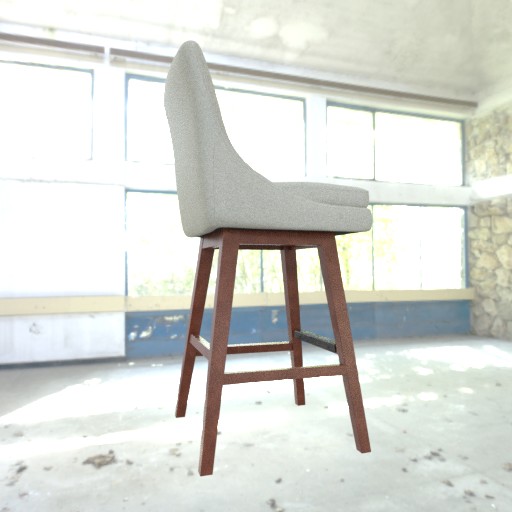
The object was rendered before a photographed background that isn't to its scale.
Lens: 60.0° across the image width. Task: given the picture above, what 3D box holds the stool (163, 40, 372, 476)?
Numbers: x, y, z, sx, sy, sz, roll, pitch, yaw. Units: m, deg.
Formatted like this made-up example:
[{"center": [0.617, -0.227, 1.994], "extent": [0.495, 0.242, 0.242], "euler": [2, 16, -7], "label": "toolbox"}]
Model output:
[{"center": [0.000, 0.000, 1.382], "extent": [0.559, 1.092, 0.470], "euler": [0, -2, -18], "label": "stool"}]
